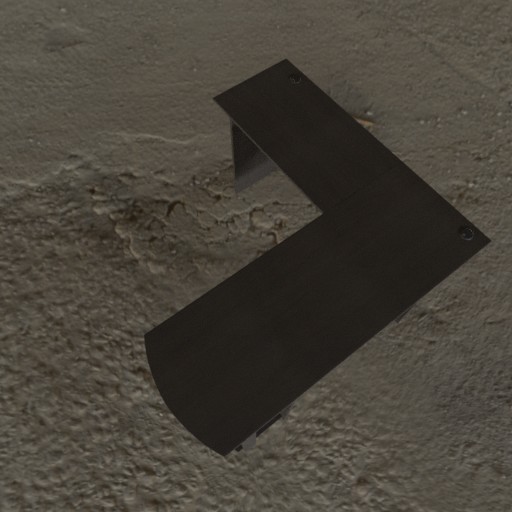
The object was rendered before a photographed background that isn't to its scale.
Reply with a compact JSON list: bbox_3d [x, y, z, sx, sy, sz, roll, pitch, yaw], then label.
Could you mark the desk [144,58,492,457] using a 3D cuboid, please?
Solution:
[{"bbox_3d":[0.000,0.000,2.124,1.361,0.716,1.303,-34,68,-16],"label":"desk"}]
